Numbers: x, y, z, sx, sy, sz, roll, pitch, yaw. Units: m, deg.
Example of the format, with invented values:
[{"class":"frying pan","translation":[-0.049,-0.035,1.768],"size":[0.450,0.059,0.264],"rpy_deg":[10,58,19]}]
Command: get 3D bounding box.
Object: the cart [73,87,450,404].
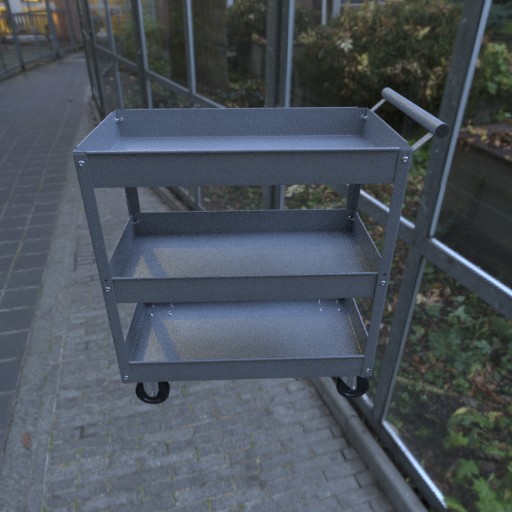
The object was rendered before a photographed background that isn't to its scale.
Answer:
[{"class":"cart","translation":[0.000,0.000,1.177],"size":[0.719,0.780,0.366],"rpy_deg":[-1,31,-2]}]
